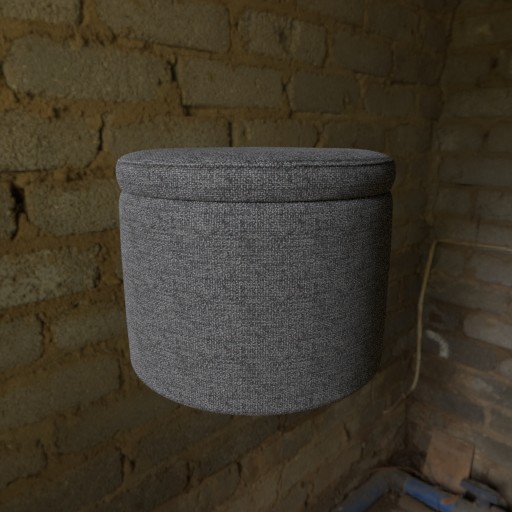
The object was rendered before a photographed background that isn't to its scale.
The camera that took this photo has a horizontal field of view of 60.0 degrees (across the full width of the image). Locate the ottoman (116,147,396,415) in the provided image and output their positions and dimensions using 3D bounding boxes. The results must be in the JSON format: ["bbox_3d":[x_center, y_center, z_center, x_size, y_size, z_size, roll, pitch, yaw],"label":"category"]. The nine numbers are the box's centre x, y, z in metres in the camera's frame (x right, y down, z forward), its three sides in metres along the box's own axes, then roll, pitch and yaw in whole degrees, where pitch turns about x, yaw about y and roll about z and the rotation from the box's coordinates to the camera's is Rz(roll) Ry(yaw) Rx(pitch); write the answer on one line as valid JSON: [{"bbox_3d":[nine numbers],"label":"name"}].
[{"bbox_3d":[0.000,0.000,0.898,0.520,0.430,0.520,0,14,0],"label":"ottoman"}]
